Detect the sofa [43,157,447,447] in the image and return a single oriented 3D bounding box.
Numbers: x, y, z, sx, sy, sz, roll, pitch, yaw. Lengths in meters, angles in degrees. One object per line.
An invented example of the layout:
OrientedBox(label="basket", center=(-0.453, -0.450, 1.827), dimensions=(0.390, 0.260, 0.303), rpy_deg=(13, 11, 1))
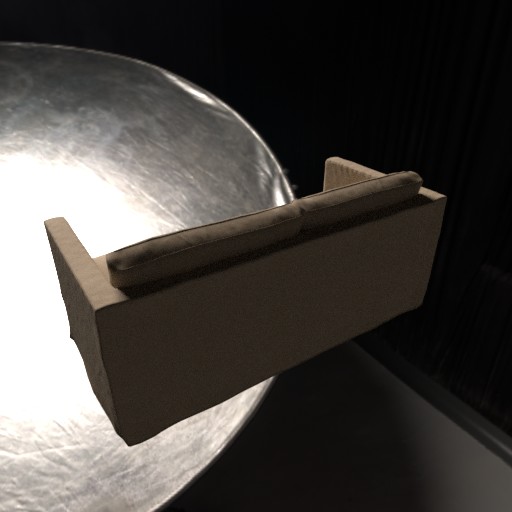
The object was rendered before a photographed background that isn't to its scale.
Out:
OrientedBox(label="sofa", center=(0.000, 0.000, 2.475), dimensions=(1.987, 0.847, 0.956), rpy_deg=(-18, 34, -29))
